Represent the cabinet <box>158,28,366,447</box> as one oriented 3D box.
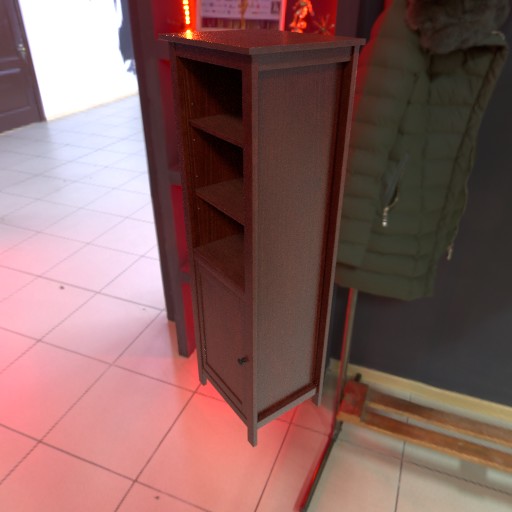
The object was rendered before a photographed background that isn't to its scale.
[{"bbox_3d":[0.000,0.000,1.703,0.401,1.518,0.500,-20,36,-30],"label":"cabinet"}]
